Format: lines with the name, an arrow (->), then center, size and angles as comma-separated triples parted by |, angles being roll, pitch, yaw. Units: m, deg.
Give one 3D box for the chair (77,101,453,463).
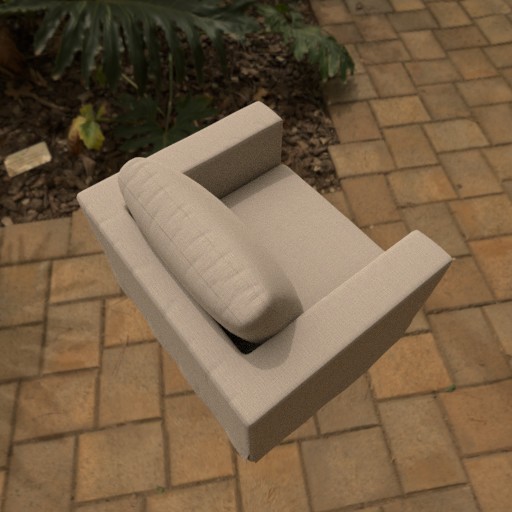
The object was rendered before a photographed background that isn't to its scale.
chair -> 0.000, 0.000, 1.822 | 0.957, 0.878, 1.150 | -34, 63, -20
